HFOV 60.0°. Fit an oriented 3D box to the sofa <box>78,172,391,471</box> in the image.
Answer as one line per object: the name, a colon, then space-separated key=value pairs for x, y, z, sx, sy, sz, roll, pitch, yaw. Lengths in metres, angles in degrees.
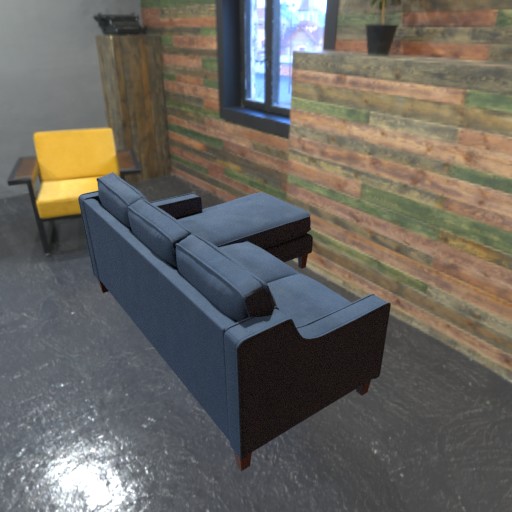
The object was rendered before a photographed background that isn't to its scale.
sofa: x=0.000 y=0.000 z=3.334 sx=1.858 sy=1.066 sz=2.317 roll=-18 pitch=32 yaw=-31
